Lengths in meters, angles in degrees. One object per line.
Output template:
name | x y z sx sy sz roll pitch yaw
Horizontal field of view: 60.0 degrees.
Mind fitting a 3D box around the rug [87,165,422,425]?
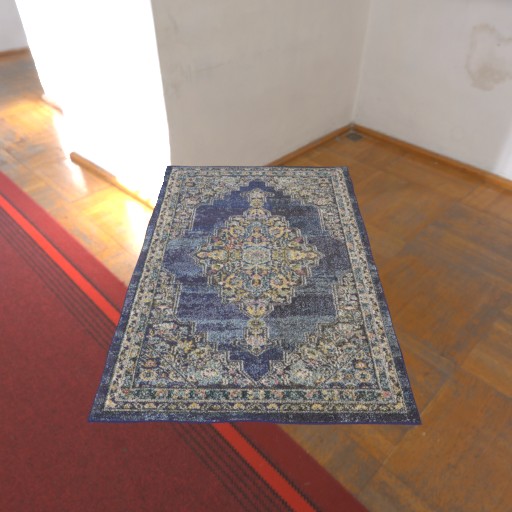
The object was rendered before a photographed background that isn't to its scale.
rug | 0.000 0.000 2.221 1.184 0.012 1.781 0 41 0
